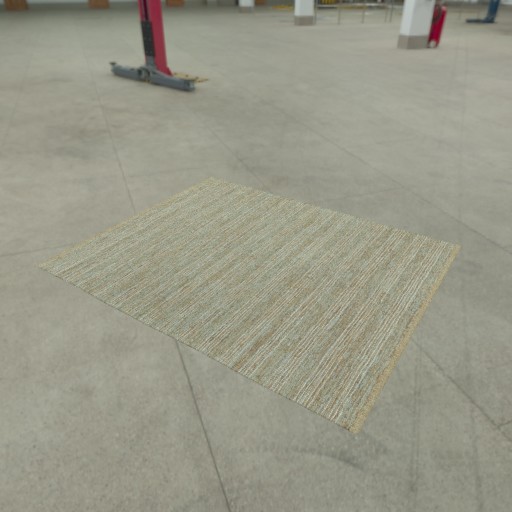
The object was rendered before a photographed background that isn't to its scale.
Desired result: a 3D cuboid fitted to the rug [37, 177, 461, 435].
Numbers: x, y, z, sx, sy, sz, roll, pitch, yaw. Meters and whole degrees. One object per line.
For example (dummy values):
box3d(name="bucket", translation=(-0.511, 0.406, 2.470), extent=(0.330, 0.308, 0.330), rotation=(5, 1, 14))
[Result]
box3d(name="rug", translation=(0.000, 0.000, 4.061), extent=(3.034, 0.012, 2.471), rotation=(20, 38, 28))
